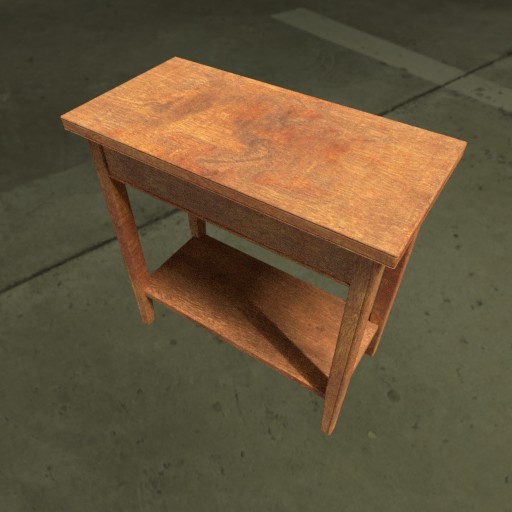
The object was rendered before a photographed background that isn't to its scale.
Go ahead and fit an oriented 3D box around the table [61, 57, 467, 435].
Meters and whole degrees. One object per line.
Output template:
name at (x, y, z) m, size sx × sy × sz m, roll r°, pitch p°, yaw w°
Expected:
table at (0.000, 0.000, 0.955) m, size 0.610 × 0.610 × 0.305 m, roll 25°, pitch 51°, yaw 22°
